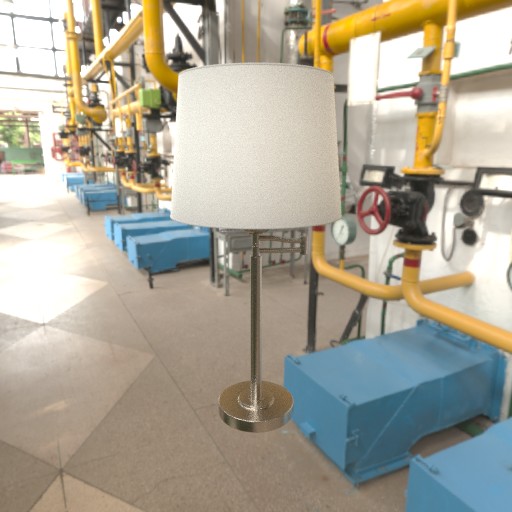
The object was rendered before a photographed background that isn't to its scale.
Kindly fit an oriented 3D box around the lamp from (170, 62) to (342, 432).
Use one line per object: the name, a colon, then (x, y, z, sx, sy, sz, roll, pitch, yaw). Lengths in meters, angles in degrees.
lamp: (0.000, 0.000, 0.894, 0.333, 0.696, 0.333, 0, 13, 0)
